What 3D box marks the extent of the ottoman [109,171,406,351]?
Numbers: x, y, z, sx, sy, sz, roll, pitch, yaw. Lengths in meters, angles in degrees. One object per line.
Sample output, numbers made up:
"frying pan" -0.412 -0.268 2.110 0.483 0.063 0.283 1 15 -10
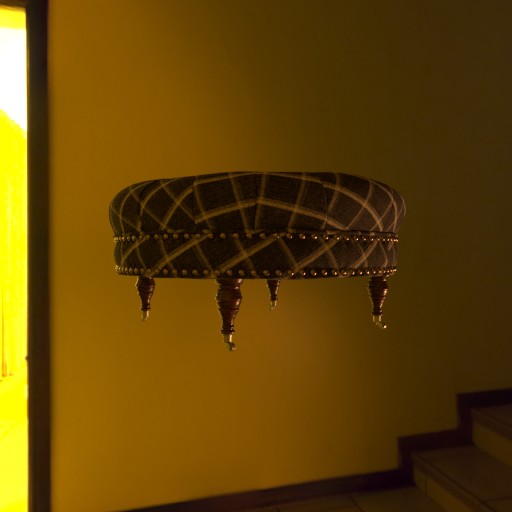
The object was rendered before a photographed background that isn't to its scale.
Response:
"ottoman" 0.000 0.000 1.403 0.901 0.439 0.901 0 0 0
